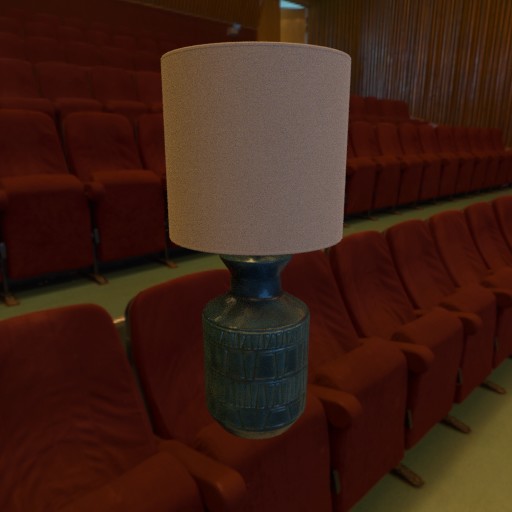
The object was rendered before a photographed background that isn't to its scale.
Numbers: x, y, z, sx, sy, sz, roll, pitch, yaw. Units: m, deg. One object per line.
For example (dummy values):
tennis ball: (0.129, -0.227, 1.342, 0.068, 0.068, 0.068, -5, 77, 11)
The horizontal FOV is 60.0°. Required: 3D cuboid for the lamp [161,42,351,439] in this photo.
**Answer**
lamp: (0.000, 0.000, 0.559, 0.211, 0.455, 0.211, -14, 20, -42)
